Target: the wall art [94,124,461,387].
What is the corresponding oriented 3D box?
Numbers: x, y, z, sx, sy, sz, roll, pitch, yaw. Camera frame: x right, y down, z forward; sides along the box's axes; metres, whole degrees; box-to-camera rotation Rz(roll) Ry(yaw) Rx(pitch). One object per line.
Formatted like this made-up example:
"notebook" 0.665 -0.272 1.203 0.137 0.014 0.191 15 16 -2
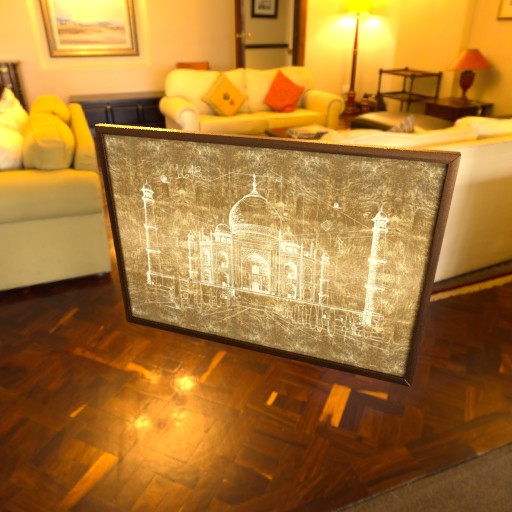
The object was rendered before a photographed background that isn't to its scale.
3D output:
"wall art" 0.000 0.000 0.573 0.431 0.304 0.012 9 29 17
